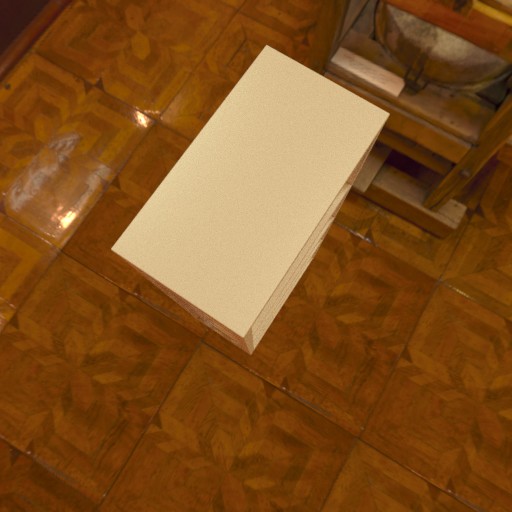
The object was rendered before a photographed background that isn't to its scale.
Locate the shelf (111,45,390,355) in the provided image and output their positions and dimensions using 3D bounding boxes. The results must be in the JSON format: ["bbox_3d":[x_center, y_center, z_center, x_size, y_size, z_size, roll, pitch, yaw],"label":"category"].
[{"bbox_3d":[0.000,0.000,1.666,0.340,1.411,0.611,32,78,8],"label":"shelf"}]
